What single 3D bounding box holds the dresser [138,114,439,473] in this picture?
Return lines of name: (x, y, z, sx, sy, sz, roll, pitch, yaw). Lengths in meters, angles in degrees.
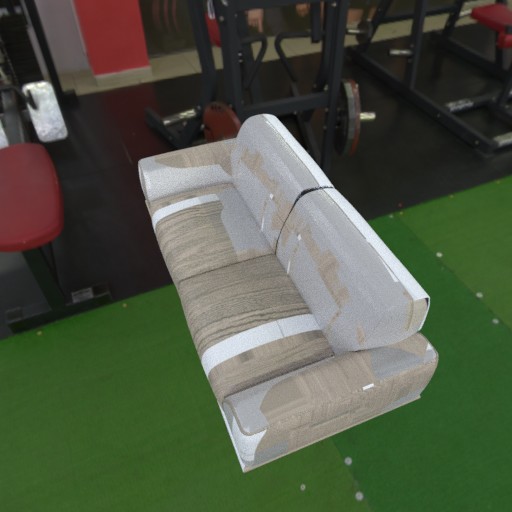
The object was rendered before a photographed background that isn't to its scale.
dresser: (0.000, 0.000, 5.887, 2.251, 1.863, 4.679, -16, 49, -15)
